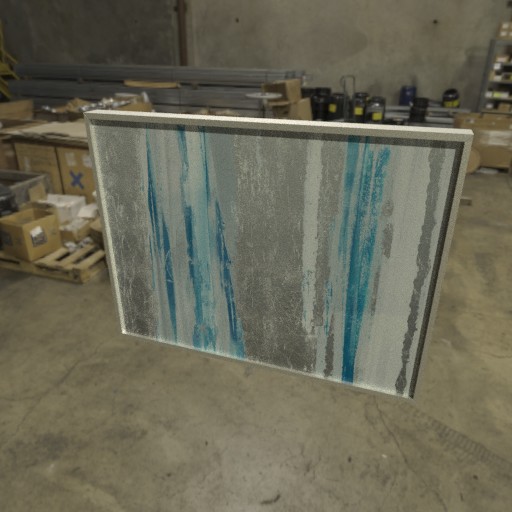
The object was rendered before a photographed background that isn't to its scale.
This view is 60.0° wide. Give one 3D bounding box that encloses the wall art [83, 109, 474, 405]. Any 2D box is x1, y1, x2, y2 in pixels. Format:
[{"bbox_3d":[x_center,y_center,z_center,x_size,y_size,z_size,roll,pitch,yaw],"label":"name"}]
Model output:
[{"bbox_3d":[0.000,0.000,1.352,1.056,0.801,0.066,9,27,17],"label":"wall art"}]
